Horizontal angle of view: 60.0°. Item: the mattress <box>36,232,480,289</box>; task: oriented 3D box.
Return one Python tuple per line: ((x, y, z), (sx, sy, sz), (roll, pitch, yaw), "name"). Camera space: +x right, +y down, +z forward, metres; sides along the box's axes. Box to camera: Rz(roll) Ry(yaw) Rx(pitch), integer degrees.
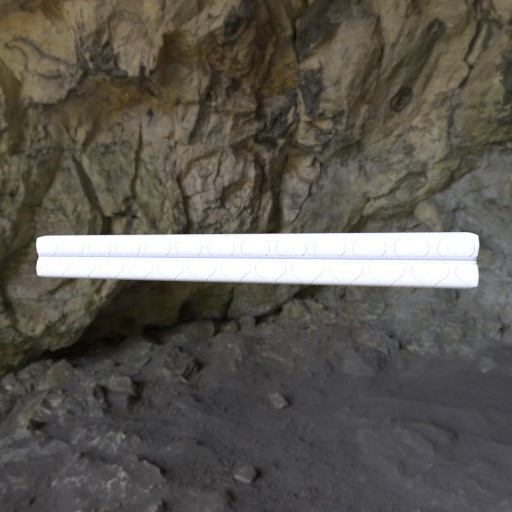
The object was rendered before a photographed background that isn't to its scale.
((0.000, 0.000, 2.235), (1.900, 0.200, 0.900), (0, 1, 18), "mattress")
